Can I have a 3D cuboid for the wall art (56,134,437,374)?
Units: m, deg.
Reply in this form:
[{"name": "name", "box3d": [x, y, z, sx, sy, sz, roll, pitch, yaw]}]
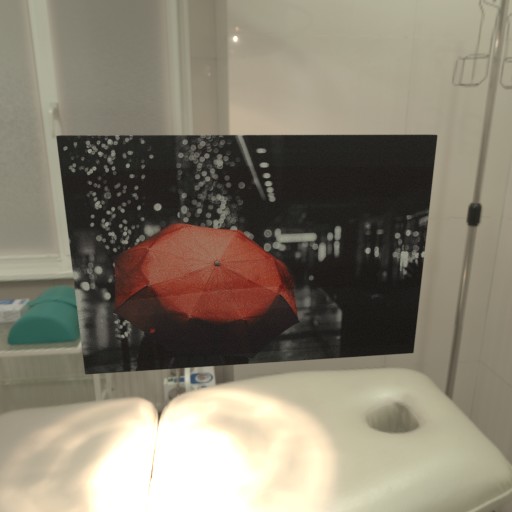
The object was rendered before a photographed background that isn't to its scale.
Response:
[{"name": "wall art", "box3d": [0.000, 0.000, 1.157, 0.914, 0.609, 0.038, -2, 16, -7]}]
